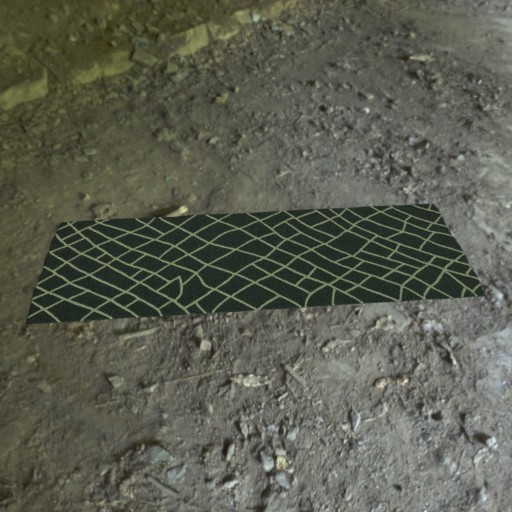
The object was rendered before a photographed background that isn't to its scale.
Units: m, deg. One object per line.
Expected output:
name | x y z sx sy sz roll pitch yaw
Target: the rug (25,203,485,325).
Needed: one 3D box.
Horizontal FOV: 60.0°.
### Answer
rug | 0.000 0.000 2.622 2.476 0.010 0.807 -3 46 -3
